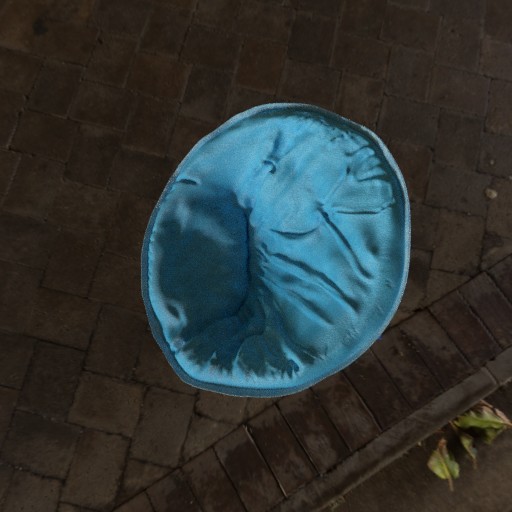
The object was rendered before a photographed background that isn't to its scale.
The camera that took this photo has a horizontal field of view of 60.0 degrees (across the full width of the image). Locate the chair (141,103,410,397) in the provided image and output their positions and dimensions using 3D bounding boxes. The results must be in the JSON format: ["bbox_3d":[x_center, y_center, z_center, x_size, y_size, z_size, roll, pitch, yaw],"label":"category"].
[{"bbox_3d":[0.000,0.000,0.883,0.465,0.478,0.520,1,76,0],"label":"chair"}]
